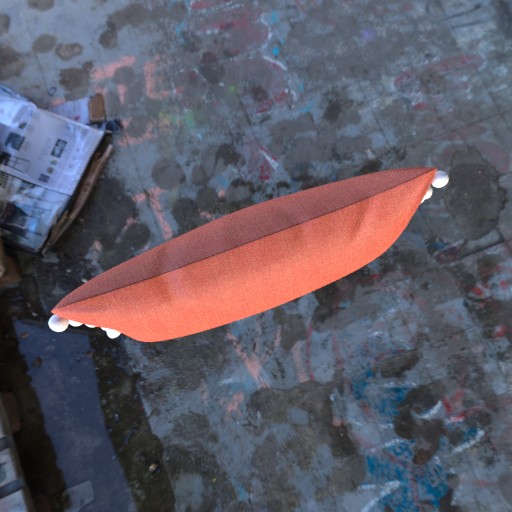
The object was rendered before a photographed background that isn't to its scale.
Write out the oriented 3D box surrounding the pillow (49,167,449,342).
[{"bbox_3d":[0.000,0.000,0.849,0.709,0.322,0.201,-21,77,-5],"label":"pillow"}]
